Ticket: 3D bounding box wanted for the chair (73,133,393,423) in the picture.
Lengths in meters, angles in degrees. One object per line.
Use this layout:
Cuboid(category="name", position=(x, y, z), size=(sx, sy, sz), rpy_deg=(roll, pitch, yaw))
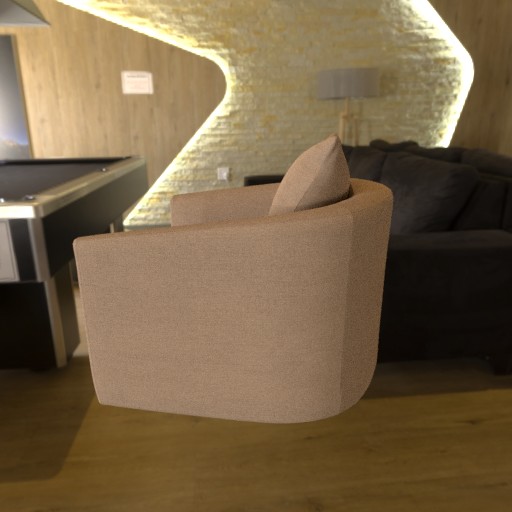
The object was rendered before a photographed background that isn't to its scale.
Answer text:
Cuboid(category="chair", position=(0.000, 0.000, 1.592), size=(0.910, 0.848, 0.845), rpy_deg=(3, 17, 10))
